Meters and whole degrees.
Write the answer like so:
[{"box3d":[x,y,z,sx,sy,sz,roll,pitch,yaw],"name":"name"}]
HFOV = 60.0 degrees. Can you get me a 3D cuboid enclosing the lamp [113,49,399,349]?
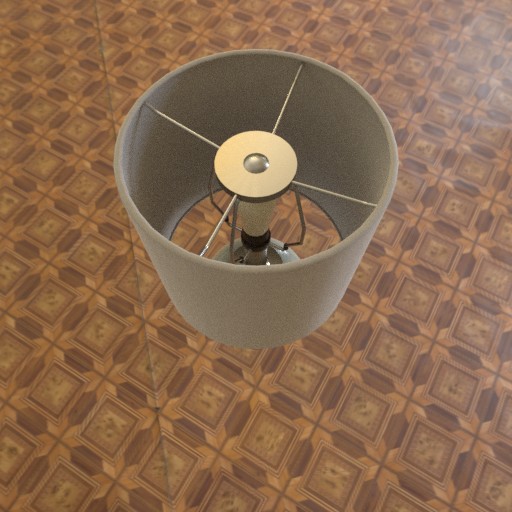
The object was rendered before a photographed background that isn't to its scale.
[{"box3d":[0.000,0.000,0.471,0.201,0.353,0.201,-1,63,-1],"name":"lamp"}]
